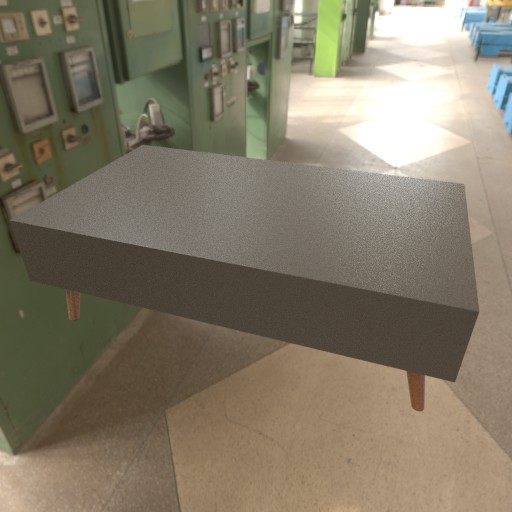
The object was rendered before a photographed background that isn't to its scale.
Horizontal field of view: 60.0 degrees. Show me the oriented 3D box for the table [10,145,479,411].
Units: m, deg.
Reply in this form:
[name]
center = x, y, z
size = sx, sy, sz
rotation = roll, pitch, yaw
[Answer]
[table]
center = 0.000, 0.000, 1.449
size = 1.201, 0.404, 0.703
rotation = 11, 34, 16
